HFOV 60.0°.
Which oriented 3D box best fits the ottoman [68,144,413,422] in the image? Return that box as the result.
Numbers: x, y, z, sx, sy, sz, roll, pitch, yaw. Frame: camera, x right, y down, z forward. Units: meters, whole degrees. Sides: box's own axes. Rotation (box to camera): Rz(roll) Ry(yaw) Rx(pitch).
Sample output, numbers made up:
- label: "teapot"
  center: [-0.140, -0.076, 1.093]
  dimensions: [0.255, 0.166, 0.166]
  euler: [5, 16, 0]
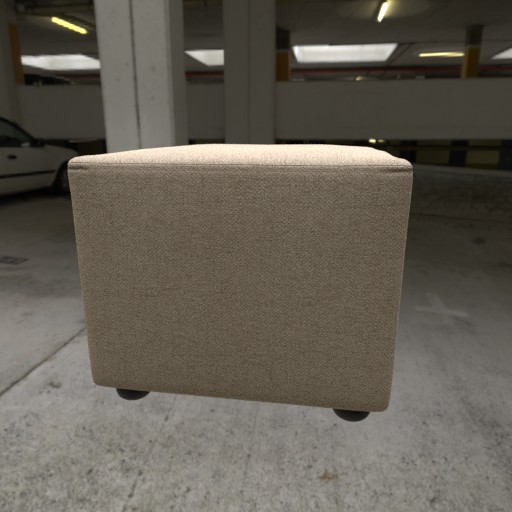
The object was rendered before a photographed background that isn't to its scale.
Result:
- label: "ottoman"
  center: [0.000, 0.000, 0.896]
  dimensions: [0.508, 0.432, 0.508]
  euler: [2, 16, 9]
